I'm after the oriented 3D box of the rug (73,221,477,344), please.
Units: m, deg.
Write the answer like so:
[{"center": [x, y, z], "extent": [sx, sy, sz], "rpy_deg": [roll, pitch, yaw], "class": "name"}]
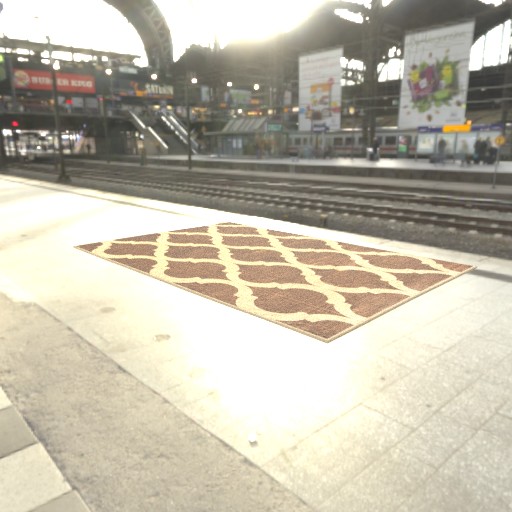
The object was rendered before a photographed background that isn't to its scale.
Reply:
[{"center": [0.000, 0.000, 2.962], "extent": [1.526, 0.014, 2.290], "rpy_deg": [-13, 19, -43], "class": "rug"}]
